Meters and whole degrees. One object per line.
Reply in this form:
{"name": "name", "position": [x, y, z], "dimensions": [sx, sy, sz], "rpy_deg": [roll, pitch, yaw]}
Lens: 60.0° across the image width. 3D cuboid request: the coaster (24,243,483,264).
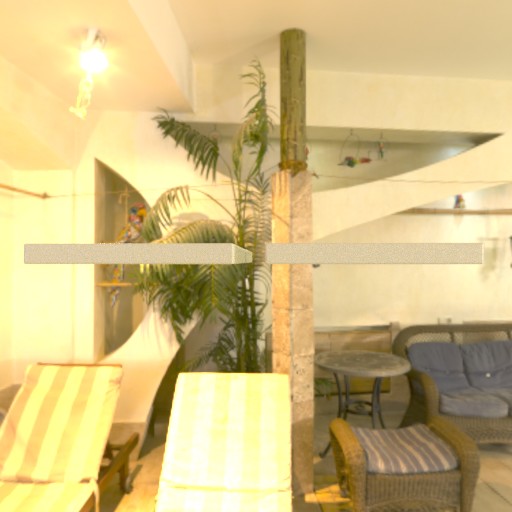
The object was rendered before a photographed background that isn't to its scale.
{"name": "coaster", "position": [0.000, 0.000, 0.317], "dimensions": [0.219, 0.010, 0.214], "rpy_deg": [0, -1, 2]}
